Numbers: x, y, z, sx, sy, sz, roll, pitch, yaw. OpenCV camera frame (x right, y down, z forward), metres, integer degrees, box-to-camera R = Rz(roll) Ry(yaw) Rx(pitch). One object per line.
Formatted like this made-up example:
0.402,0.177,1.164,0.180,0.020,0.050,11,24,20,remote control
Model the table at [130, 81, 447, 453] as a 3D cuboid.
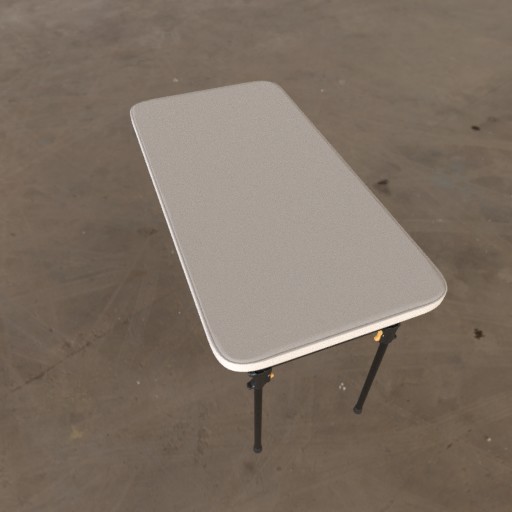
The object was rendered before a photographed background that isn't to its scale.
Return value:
0.000,0.000,1.659,0.610,0.729,1.219,-15,49,-14,table
